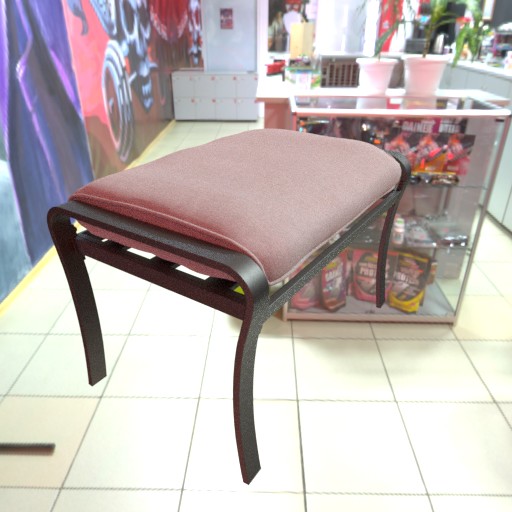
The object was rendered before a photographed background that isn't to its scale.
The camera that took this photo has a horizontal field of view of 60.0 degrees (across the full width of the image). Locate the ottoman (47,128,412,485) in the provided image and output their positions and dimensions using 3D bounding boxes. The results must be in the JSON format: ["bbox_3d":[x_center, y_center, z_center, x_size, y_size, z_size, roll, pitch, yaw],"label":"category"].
[{"bbox_3d":[0.000,0.000,0.903,0.406,0.422,0.610,18,33,30],"label":"ottoman"}]
